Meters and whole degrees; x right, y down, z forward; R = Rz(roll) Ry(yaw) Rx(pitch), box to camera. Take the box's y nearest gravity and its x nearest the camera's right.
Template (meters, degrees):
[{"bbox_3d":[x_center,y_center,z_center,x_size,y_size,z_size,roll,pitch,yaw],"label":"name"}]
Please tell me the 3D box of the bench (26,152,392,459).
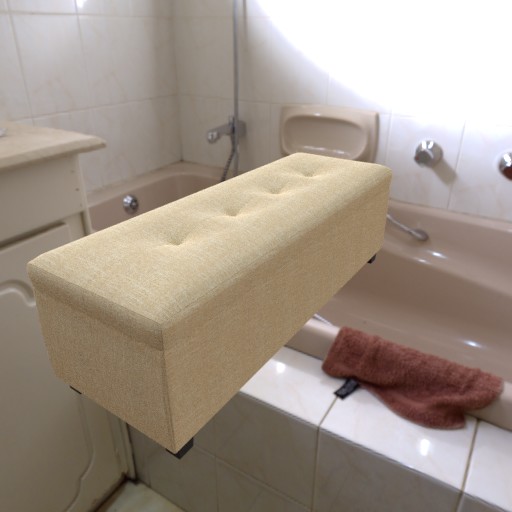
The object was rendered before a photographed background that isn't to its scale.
[{"bbox_3d":[0.000,0.000,1.402,0.432,0.406,1.219,17,31,30],"label":"bench"}]
